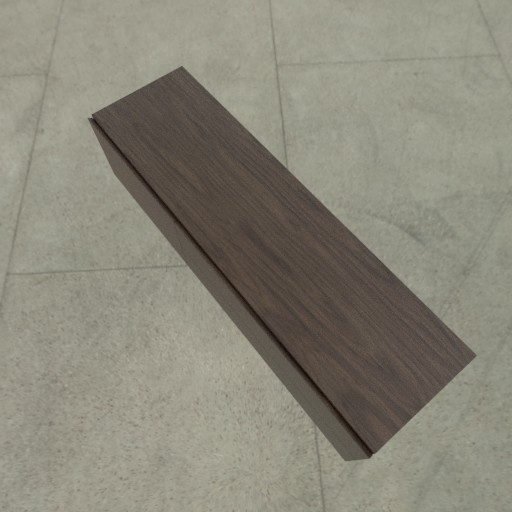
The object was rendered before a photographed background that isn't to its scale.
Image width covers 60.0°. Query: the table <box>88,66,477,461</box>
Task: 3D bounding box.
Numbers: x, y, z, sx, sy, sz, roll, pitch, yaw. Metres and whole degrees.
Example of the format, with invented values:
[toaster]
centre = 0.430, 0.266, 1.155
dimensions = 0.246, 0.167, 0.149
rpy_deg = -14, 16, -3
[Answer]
[table]
centre = 0.000, 0.000, 1.601
dimensions = 0.405, 0.508, 1.397
rpy_deg = -36, 69, -16
